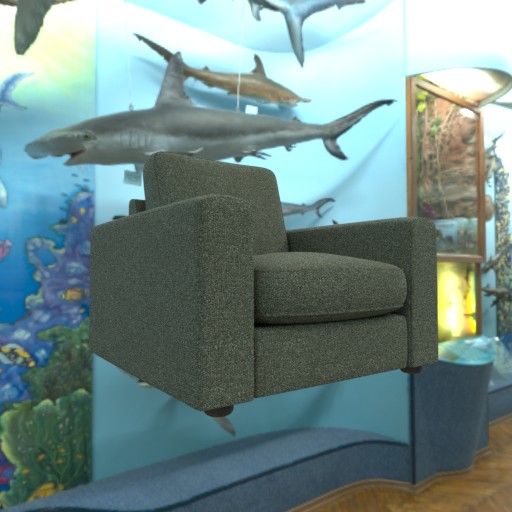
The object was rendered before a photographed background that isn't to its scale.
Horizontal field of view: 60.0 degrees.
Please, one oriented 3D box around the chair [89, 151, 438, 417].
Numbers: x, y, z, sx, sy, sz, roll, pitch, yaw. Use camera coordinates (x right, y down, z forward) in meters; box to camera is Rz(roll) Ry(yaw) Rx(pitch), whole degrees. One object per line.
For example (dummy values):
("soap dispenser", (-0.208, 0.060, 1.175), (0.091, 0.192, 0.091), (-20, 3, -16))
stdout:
("chair", (0.000, 0.000, 1.739), (1.005, 0.873, 1.016), (1, -2, -35))
